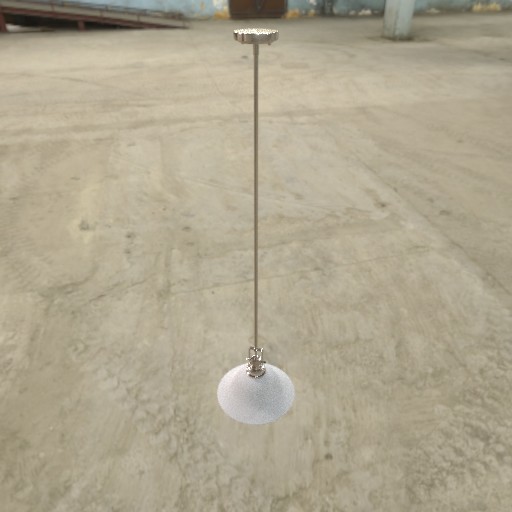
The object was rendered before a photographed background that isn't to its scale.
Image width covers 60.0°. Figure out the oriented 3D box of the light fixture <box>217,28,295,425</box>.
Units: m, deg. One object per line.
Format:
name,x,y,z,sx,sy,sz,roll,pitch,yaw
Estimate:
light fixture,0.000,0.000,1.488,0.324,1.354,0.324,9,34,14
